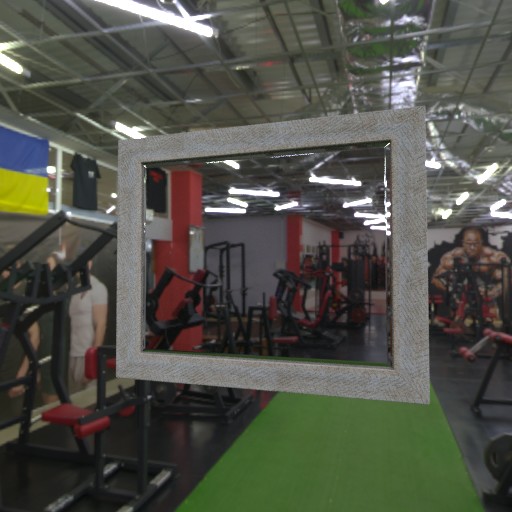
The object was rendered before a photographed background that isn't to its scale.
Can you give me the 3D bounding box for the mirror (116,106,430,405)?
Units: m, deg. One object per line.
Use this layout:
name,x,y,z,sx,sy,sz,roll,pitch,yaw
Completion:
mirror,0.000,0.000,1.162,0.839,0.689,0.028,-1,-2,18
